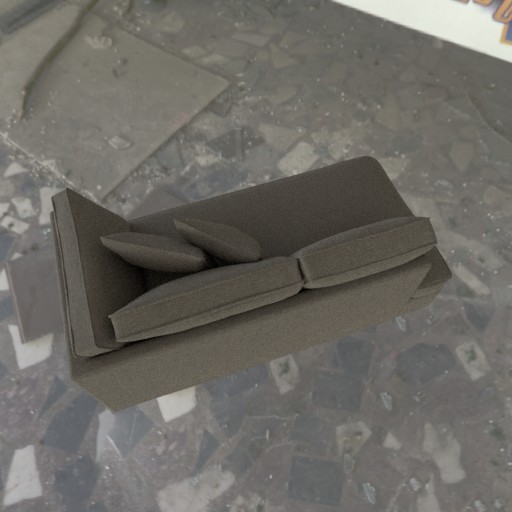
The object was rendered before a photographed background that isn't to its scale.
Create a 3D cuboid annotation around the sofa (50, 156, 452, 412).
[{"bbox_3d":[0.000,0.000,2.802,2.237,1.033,1.110,-16,61,-9],"label":"sofa"}]
